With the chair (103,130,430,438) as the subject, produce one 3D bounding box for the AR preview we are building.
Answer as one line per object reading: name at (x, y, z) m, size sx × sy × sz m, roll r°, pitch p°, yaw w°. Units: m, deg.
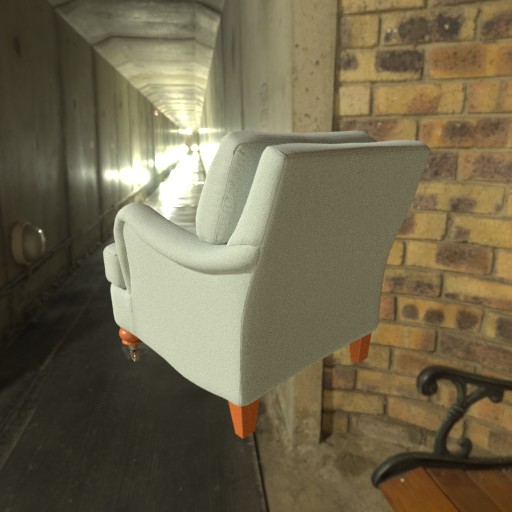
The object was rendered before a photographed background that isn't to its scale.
chair at (0.000, 0.000, 1.906) m, size 1.070 × 1.038 × 0.955 m, roll 15°, pitch 22°, yaw 43°
